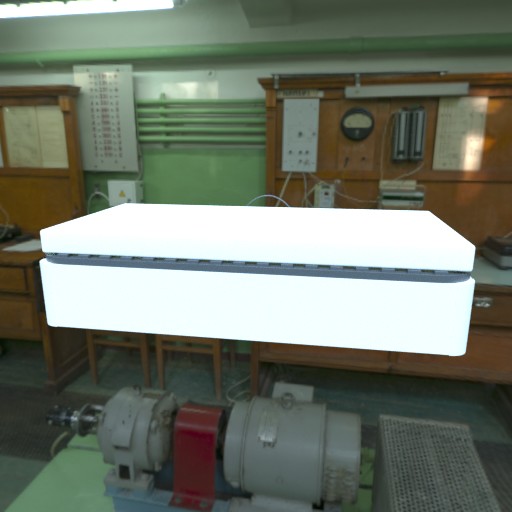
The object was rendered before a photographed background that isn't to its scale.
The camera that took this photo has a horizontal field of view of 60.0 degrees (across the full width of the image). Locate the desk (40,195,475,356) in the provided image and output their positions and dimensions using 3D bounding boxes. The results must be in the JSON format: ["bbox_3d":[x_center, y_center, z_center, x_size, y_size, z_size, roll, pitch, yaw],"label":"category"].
[{"bbox_3d":[0.000,0.000,2.299,1.900,0.526,0.900,2,15,9],"label":"desk"}]
